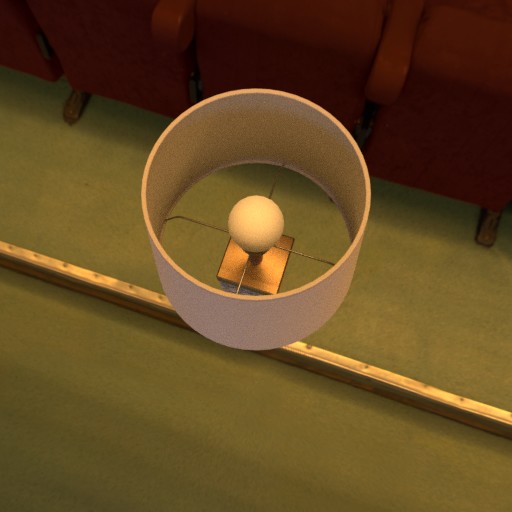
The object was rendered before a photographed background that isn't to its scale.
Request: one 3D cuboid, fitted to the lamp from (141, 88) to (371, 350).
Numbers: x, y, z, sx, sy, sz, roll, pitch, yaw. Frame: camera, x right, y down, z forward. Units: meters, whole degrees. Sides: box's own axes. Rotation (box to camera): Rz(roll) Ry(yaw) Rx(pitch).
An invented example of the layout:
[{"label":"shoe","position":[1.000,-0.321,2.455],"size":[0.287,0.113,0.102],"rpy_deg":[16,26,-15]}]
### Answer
[{"label":"lamp","position":[0.000,0.000,0.592],"size":[0.251,0.435,0.251],"rpy_deg":[0,74,0]}]
